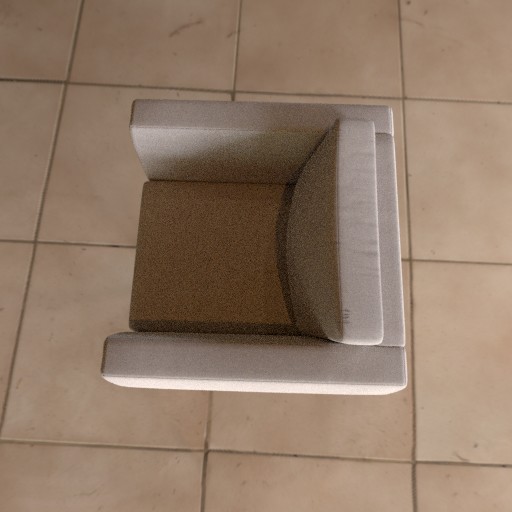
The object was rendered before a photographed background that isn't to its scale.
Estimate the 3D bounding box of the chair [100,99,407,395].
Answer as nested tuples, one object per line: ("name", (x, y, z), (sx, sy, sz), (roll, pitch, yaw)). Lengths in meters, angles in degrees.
("chair", (0.000, 0.000, 1.702), (0.930, 0.860, 1.000), (2, 75, 0))
